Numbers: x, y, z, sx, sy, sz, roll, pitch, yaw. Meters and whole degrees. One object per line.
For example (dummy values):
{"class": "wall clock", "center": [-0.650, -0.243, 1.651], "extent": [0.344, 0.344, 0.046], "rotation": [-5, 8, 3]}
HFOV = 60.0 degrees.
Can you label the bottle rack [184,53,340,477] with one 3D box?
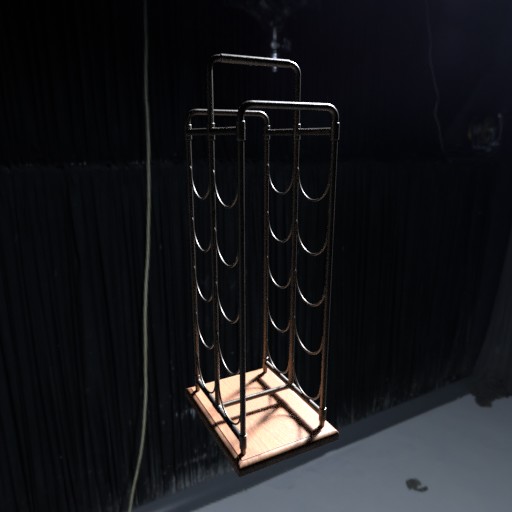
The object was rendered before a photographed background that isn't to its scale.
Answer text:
{"class": "bottle rack", "center": [0.000, 0.000, 0.819], "extent": [0.208, 0.680, 0.276], "rotation": [-8, 17, -27]}
